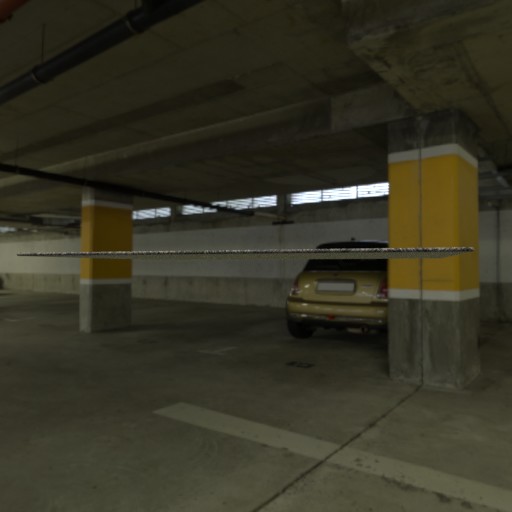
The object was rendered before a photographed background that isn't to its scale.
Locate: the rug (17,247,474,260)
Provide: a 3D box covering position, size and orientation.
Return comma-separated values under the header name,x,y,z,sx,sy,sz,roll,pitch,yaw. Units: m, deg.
name,x,y,z,sx,sy,sz,roll,pitch,yaw
rug,0.000,0.000,2.802,2.298,0.017,1.501,0,-1,19
